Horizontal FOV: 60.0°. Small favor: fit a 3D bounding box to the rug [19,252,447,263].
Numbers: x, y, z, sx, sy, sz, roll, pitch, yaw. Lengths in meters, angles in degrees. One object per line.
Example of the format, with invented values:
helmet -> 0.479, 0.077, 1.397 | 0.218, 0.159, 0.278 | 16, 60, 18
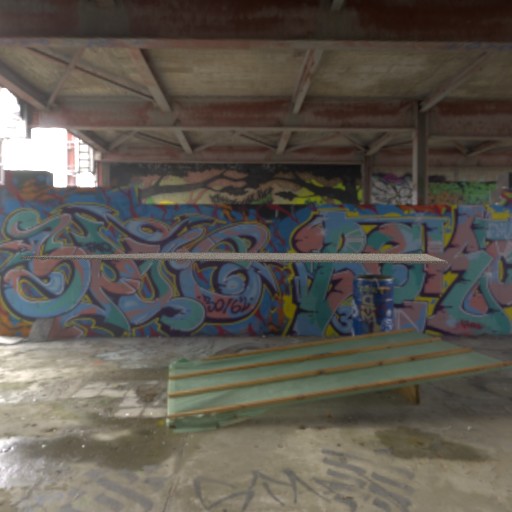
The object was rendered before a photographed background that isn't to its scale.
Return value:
rug -> 0.000, 0.000, 4.088 | 3.050, 0.015, 2.441 | 0, 1, 19
